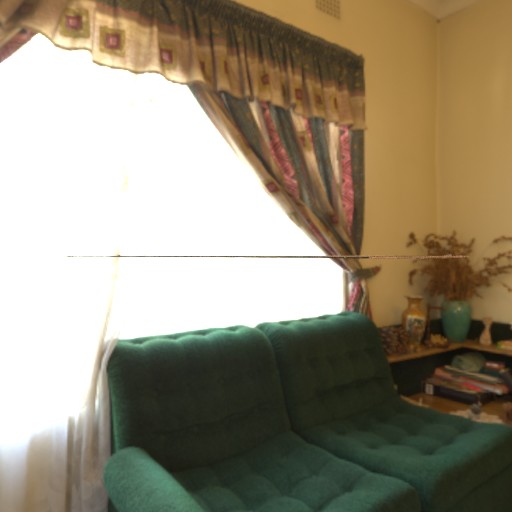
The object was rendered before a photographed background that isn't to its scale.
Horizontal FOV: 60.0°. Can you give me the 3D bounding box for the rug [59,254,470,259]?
[{"bbox_3d":[0.000,0.000,1.914,1.541,0.013,0.920,0,0,36],"label":"rug"}]
